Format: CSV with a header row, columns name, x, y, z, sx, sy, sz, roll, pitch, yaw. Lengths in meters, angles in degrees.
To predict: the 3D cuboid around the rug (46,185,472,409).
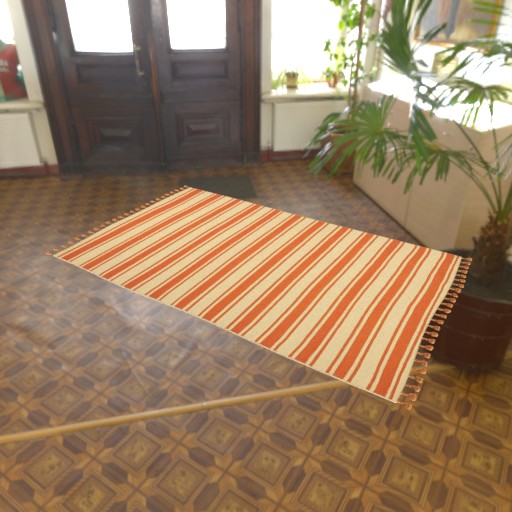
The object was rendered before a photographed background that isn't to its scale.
name,x,y,z,sx,sy,sz,roll,pitch,yaw
rug,0.000,0.000,2.493,2.092,0.017,1.232,18,35,27
